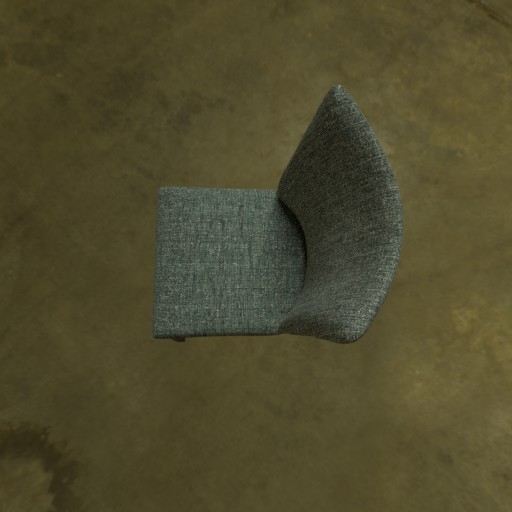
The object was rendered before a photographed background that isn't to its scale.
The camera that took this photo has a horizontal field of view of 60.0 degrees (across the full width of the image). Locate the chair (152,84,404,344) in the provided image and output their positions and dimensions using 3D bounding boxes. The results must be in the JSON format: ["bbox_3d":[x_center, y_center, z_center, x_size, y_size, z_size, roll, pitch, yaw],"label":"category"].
[{"bbox_3d":[0.000,0.000,1.315,0.623,0.924,0.535,-1,77,0],"label":"chair"}]
